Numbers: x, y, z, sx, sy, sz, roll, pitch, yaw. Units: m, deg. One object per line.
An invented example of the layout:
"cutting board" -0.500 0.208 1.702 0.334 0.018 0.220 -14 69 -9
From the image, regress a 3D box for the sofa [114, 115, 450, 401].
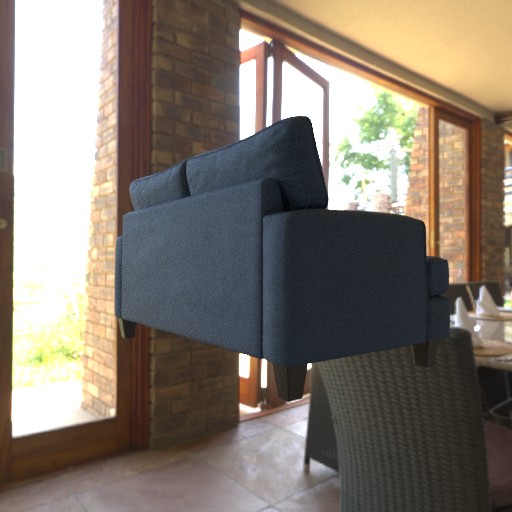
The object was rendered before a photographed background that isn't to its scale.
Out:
"sofa" 0.000 0.000 2.305 0.965 0.965 1.651 1 -1 -36
